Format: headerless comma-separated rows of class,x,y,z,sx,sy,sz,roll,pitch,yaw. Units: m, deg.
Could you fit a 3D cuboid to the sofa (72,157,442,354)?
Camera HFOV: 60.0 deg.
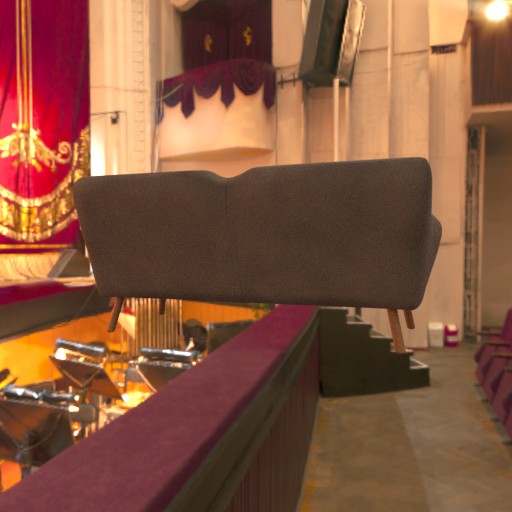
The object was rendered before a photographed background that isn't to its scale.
sofa,0.000,0.000,2.354,1.870,0.810,0.850,0,2,19
